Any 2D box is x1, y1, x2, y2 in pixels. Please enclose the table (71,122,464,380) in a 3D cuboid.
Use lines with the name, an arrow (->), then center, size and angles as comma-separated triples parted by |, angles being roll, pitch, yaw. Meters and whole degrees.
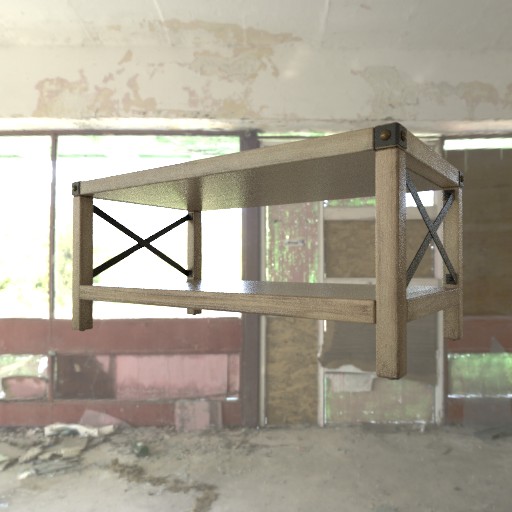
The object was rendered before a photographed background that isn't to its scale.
table -> 0.000, 0.000, 1.280 | 1.016, 0.456, 0.559 | -1, -1, 36
